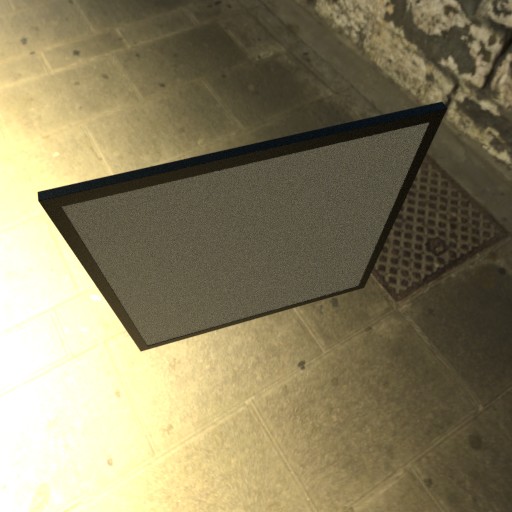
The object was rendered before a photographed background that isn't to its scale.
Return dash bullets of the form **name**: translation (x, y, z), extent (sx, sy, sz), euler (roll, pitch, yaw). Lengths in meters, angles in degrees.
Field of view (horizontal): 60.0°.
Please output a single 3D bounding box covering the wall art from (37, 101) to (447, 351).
- **wall art**: translation (0.000, 0.000, 1.191), extent (0.807, 0.807, 0.022), euler (-15, 60, -9)
